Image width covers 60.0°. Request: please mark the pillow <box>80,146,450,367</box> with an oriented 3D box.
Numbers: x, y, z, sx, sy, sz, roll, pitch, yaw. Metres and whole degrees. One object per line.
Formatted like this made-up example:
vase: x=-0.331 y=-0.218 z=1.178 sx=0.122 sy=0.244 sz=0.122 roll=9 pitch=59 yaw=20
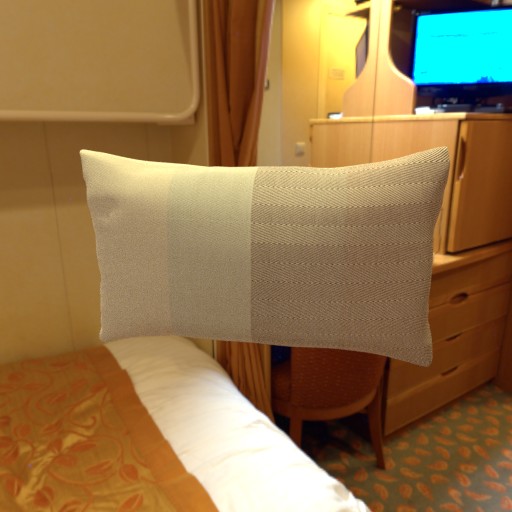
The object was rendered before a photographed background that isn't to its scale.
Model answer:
pillow: x=0.000 y=0.000 z=0.631 sx=0.506 sy=0.305 sz=0.139 roll=3 pitch=16 yaw=9
